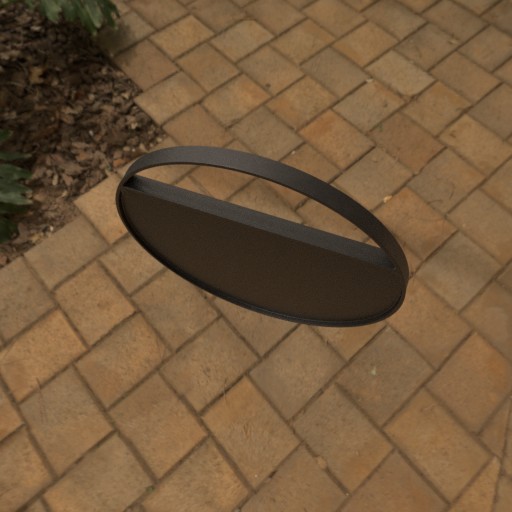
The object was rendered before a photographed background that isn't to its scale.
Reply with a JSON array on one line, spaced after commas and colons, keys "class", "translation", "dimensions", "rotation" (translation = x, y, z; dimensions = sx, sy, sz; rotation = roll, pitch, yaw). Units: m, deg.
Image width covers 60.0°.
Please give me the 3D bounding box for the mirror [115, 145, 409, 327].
[{"class": "mirror", "translation": [0.000, 0.000, 0.859], "dimensions": [0.565, 0.565, 0.032], "rotation": [18, 65, 9]}]
